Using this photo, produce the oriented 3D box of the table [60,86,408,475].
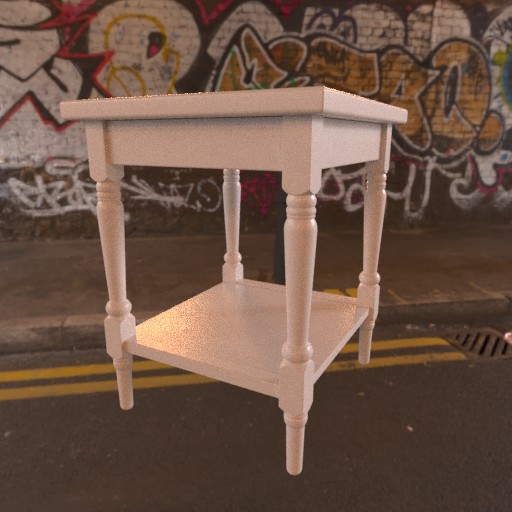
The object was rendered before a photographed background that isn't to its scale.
[{"bbox_3d":[0.000,0.000,0.876,0.442,0.565,0.488,8,17,28],"label":"table"}]
